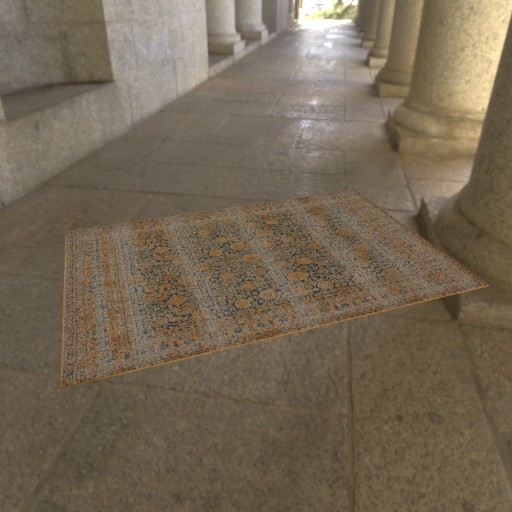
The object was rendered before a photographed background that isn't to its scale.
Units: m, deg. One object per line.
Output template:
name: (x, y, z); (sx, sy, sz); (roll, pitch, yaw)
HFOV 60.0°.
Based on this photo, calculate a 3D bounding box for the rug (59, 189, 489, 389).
rug: (0.000, 0.000, 2.859); (2.336, 0.007, 1.525); (-10, 33, -17)
